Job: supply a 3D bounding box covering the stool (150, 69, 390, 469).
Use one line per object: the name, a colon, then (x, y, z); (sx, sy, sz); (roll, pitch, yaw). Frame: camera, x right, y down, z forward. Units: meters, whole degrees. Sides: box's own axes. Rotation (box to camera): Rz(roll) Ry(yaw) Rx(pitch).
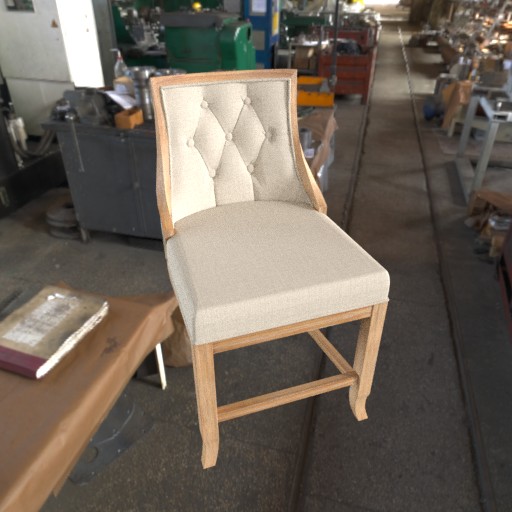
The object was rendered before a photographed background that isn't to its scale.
stool: (0.000, 0.000, 1.317); (0.524, 0.938, 0.626); (-10, 33, -16)
